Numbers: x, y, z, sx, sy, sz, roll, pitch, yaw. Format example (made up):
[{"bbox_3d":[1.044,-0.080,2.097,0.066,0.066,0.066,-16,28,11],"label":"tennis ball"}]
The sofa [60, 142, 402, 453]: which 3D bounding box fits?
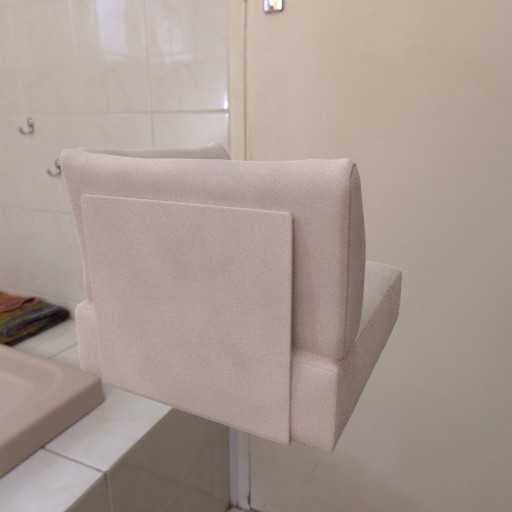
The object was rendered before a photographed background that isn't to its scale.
[{"bbox_3d":[0.000,0.000,1.699,1.000,0.820,1.000,8,18,26],"label":"sofa"}]
